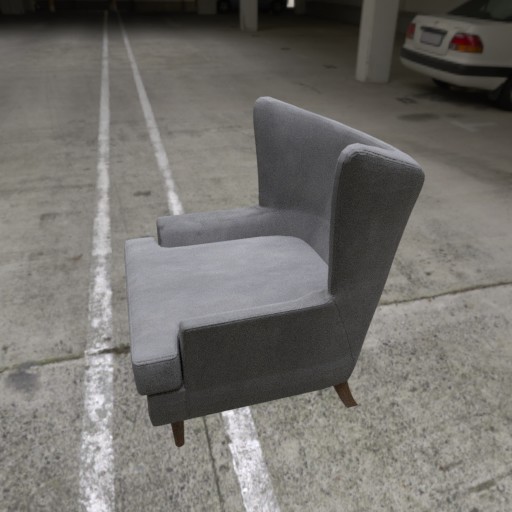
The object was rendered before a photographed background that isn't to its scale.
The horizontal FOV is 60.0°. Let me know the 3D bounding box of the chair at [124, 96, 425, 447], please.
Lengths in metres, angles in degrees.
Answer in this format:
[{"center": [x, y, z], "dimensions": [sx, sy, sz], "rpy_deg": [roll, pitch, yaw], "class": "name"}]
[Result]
[{"center": [0.000, 0.000, 1.566], "dimensions": [0.906, 0.950, 0.784], "rpy_deg": [-8, 30, -14], "class": "chair"}]
